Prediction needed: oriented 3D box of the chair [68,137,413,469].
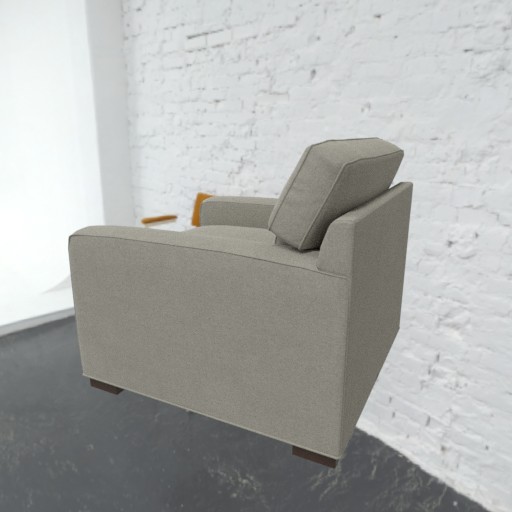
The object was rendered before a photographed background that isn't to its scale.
[{"bbox_3d":[0.000,0.000,1.807,1.044,0.934,0.999,8,18,26],"label":"chair"}]
